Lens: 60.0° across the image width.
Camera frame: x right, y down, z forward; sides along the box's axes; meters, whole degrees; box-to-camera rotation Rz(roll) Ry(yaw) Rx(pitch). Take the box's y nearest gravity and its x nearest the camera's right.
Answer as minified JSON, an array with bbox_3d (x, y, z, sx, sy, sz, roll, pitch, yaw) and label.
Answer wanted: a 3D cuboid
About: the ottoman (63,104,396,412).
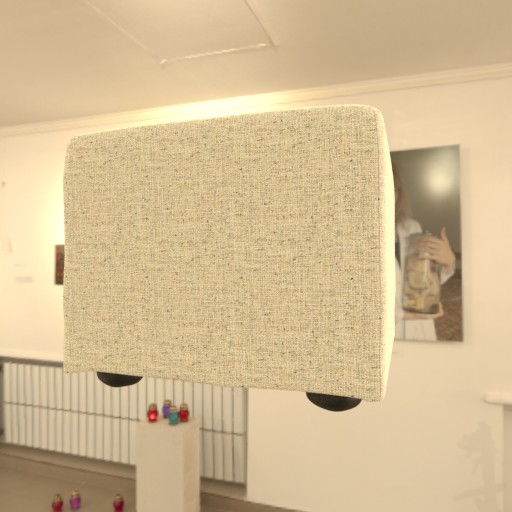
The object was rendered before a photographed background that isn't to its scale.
[{"bbox_3d":[0.000,0.000,0.885,0.521,0.453,0.512,0,0,19],"label":"ottoman"}]
